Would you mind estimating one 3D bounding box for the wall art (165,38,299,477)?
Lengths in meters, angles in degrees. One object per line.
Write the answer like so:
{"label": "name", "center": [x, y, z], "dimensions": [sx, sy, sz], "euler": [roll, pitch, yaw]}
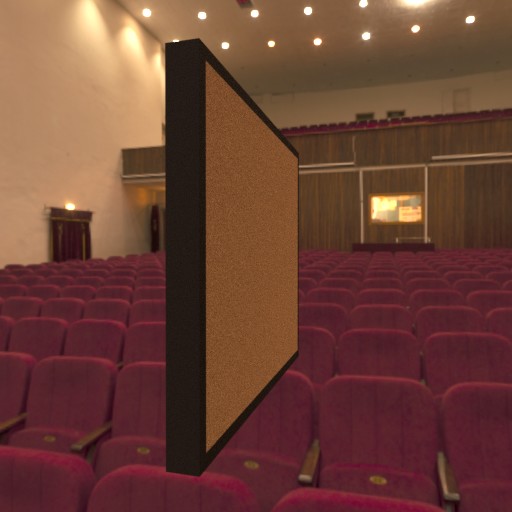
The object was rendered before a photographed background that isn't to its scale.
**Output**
{"label": "wall art", "center": [0.000, 0.000, 0.522], "dimensions": [0.028, 0.325, 0.397], "euler": [0, 1, 16]}
